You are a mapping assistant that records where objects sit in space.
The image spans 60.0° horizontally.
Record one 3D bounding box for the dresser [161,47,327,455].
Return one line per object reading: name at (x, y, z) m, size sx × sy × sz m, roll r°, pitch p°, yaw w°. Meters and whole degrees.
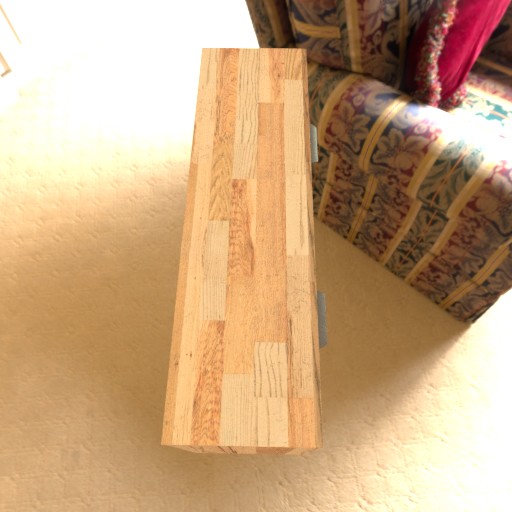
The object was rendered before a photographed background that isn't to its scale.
dresser at (0.000, 0.000, 1.913) m, size 0.487 × 0.834 × 1.547 m, roll 1°, pitch 64°, yaw 0°
